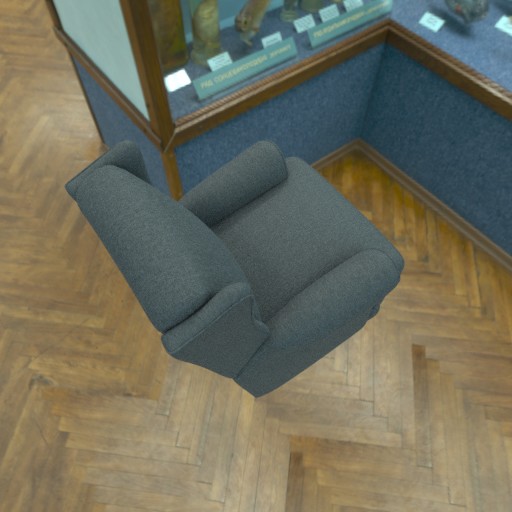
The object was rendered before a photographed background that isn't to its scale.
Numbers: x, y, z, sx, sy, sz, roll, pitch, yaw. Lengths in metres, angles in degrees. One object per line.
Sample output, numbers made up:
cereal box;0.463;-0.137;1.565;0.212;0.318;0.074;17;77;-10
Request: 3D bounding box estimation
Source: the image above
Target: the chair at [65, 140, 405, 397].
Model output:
chair;0.000;0.000;1.703;0.969;1.011;0.847;-31;63;-18
